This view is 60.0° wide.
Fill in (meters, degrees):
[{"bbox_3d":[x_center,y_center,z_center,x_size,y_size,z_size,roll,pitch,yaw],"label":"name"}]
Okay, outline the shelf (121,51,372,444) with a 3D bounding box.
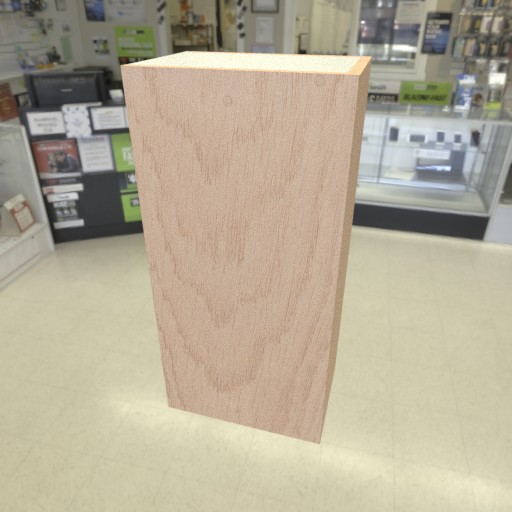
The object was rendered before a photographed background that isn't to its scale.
[{"bbox_3d":[0.000,0.000,0.740,0.290,0.600,0.200,8,31,14],"label":"shelf"}]
